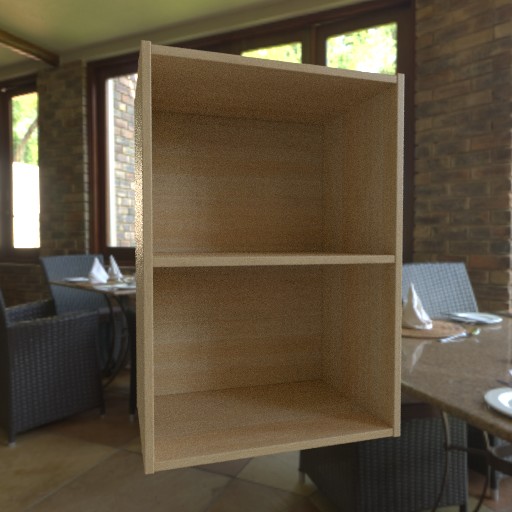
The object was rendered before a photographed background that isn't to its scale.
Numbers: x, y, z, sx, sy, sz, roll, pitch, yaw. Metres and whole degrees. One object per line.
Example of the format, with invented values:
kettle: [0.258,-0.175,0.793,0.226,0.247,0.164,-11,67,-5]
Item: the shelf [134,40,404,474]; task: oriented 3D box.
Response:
shelf: [0.000,0.000,0.801,0.414,0.592,0.290,-1,2,-17]
